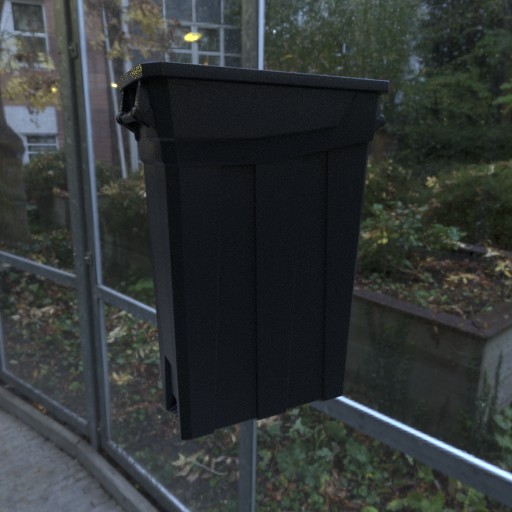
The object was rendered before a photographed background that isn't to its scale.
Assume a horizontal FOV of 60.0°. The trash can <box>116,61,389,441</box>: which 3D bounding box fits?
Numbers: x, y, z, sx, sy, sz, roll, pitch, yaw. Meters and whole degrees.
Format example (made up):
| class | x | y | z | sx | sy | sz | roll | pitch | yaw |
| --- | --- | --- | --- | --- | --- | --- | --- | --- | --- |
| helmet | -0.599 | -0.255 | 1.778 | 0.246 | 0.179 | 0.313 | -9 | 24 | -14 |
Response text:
| class | x | y | z | sx | sy | sz | roll | pitch | yaw |
| --- | --- | --- | --- | --- | --- | --- | --- | --- | --- |
| trash can | 0.000 | 0.000 | 1.034 | 0.559 | 0.762 | 0.281 | -7 | 15 | -25 |
